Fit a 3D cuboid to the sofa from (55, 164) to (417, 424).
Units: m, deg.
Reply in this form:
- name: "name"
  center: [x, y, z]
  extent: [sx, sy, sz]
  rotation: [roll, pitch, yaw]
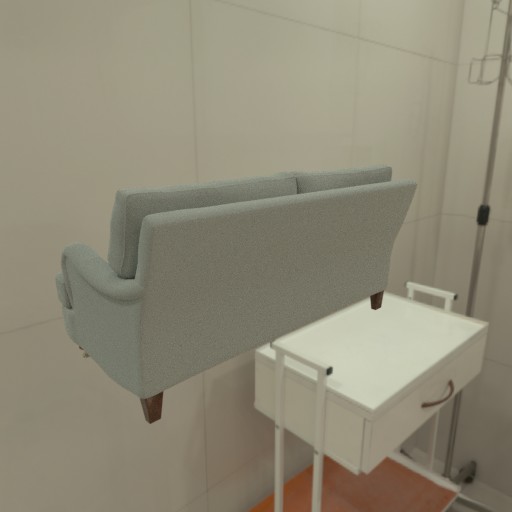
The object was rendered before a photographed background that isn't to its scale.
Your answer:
- name: "sofa"
  center: [0.000, 0.000, 2.827]
  extent: [2.193, 1.096, 1.069]
  rotation: [-15, 21, -43]
